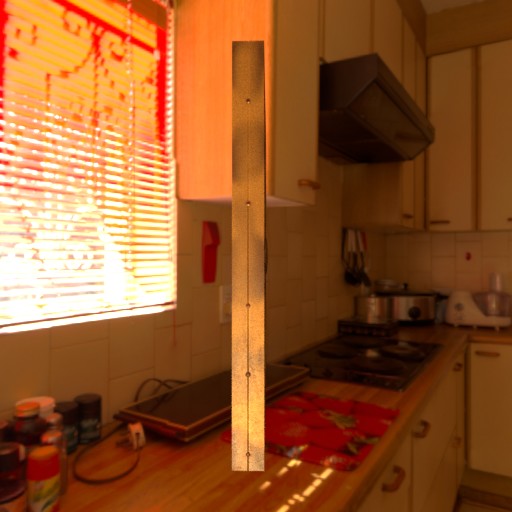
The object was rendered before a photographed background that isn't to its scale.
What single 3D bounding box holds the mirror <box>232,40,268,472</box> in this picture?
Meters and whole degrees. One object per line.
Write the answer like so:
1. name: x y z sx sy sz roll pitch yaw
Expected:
1. mirror: 0.000 0.000 0.775 0.042 0.507 0.509 0 0 2
